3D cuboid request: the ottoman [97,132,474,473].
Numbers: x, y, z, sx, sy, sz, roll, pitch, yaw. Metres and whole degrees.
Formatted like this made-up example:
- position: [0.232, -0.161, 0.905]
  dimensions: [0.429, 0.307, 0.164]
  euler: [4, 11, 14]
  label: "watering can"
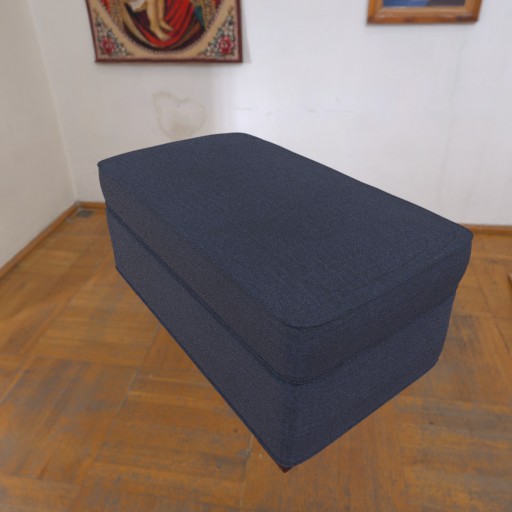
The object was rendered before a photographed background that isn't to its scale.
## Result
- position: [0.000, 0.000, 1.166]
  dimensions: [0.505, 0.453, 0.895]
  euler: [-22, 39, -30]
  label: "ottoman"
